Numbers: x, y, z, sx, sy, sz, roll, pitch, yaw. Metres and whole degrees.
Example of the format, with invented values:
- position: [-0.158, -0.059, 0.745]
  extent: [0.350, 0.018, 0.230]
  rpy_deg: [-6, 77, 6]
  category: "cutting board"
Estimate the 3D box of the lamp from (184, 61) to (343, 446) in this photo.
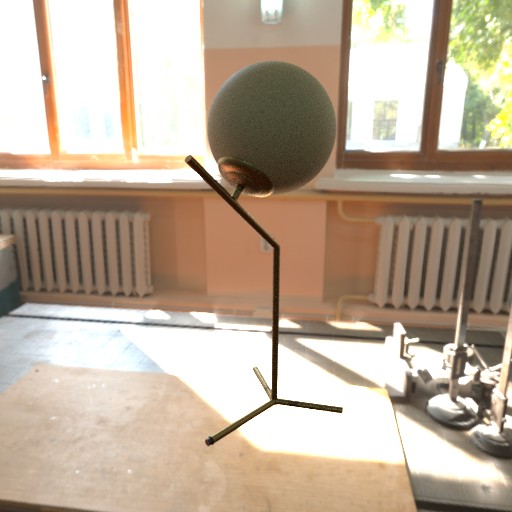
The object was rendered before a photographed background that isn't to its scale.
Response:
- position: [0.000, 0.000, 0.670]
  extent: [0.210, 0.552, 0.251]
  rpy_deg: [14, 20, 42]
  category: "lamp"
